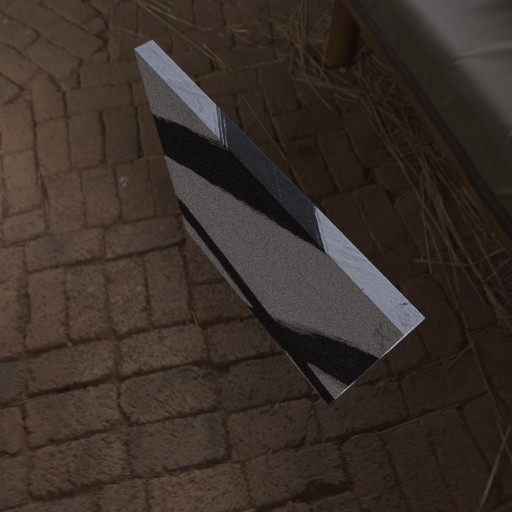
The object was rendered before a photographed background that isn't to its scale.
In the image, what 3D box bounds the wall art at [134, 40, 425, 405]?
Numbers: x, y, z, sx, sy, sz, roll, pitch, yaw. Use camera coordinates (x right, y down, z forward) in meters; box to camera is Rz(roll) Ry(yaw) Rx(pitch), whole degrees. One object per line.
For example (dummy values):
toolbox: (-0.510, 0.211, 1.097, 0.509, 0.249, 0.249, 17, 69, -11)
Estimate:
wall art: (0.000, 0.000, 1.131, 0.046, 0.765, 0.765, -35, 69, -16)
